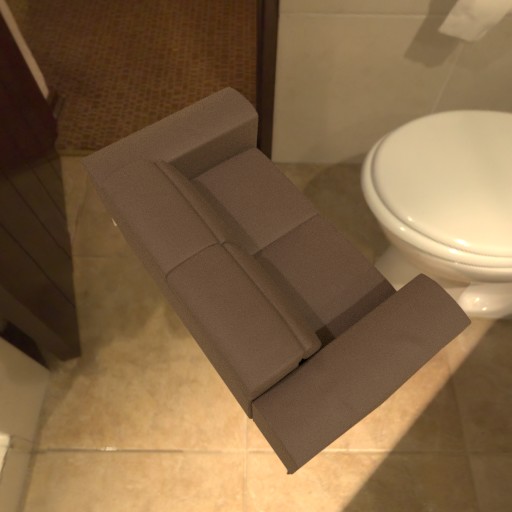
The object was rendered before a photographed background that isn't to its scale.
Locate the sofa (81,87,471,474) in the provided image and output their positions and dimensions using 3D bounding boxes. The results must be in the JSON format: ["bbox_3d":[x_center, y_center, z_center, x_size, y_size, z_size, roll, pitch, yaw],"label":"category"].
[{"bbox_3d":[0.000,0.000,2.359,1.003,0.779,1.895,-33,66,-17],"label":"sofa"}]
